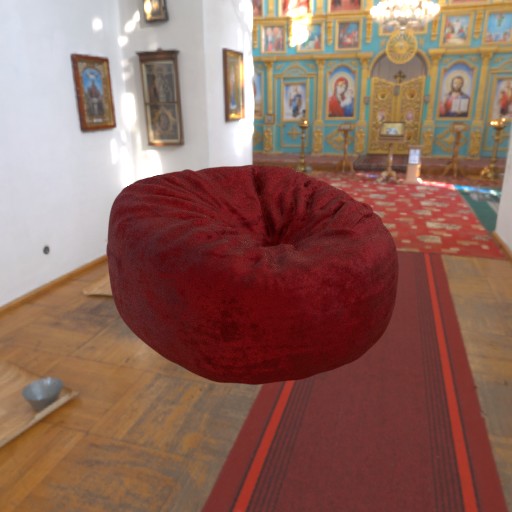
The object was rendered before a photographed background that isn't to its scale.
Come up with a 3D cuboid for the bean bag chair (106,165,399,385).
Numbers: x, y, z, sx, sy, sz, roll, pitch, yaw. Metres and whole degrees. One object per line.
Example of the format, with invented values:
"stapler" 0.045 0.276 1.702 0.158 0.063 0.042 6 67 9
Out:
"bean bag chair" 0.000 0.000 2.451 1.524 0.878 1.524 -9 20 -27
